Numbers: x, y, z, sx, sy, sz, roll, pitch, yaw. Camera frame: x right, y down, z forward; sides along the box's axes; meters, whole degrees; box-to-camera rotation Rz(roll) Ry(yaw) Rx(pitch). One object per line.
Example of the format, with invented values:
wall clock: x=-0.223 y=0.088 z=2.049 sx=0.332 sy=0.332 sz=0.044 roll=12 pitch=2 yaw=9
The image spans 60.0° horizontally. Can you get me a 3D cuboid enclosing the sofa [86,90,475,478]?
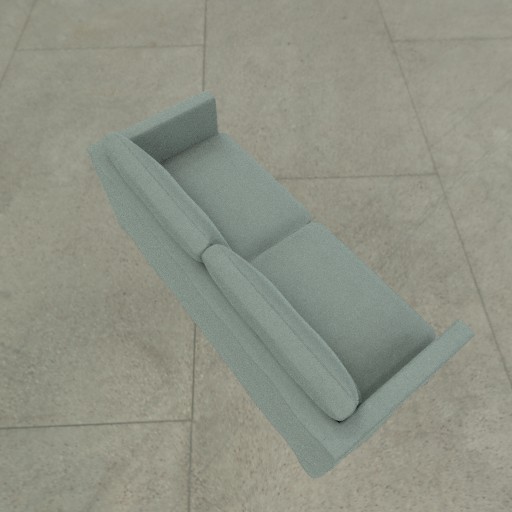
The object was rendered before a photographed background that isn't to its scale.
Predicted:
sofa: x=0.000 y=0.000 z=2.684 sx=0.962 sy=0.853 sz=2.312 roll=-33 pitch=64 yaw=-19
